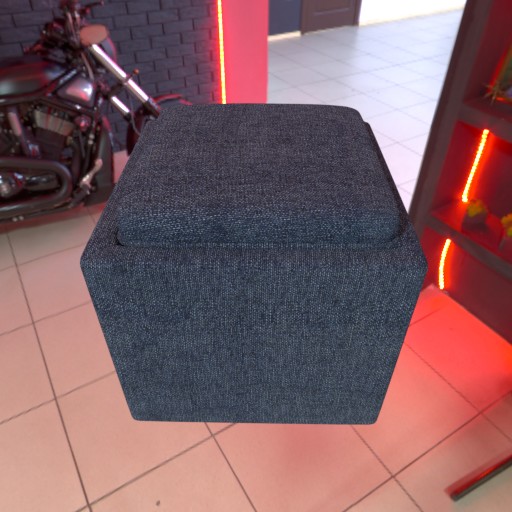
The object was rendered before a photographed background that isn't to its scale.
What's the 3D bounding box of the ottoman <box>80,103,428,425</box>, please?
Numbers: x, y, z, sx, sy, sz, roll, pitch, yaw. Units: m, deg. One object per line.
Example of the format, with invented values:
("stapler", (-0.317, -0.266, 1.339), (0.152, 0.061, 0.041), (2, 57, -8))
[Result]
("ottoman", (0.000, 0.000, 0.835), (0.450, 0.460, 0.450), (1, 40, 1))
